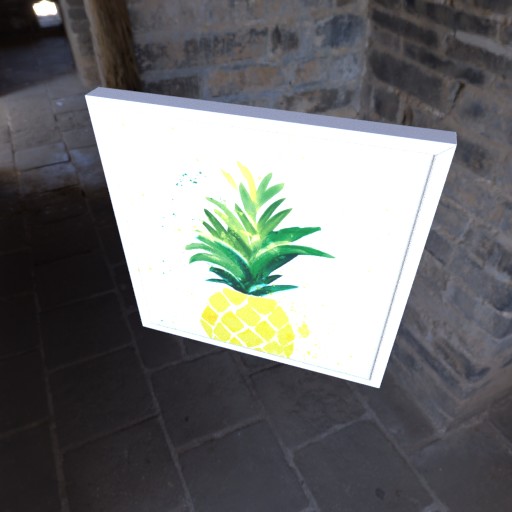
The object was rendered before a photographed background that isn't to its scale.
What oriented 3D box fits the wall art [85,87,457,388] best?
[{"bbox_3d":[0.000,0.000,0.759,0.508,0.507,0.035,12,42,13],"label":"wall art"}]
